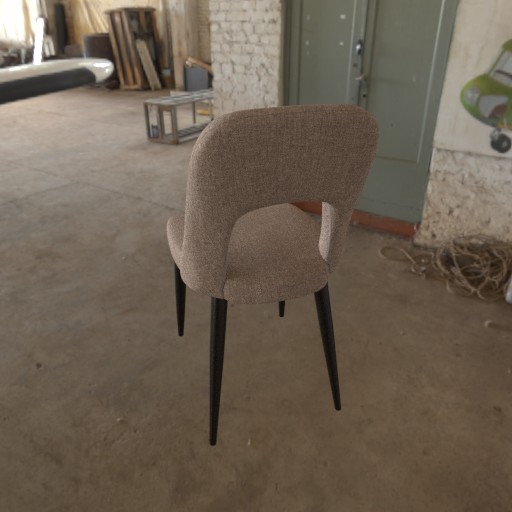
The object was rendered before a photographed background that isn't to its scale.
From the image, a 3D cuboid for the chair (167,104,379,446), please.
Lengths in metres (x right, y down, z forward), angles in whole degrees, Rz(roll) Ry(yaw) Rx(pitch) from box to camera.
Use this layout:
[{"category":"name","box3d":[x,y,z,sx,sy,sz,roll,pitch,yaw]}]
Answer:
[{"category":"chair","box3d":[0.000,0.000,1.308,0.470,0.931,0.612,-8,29,-16]}]
